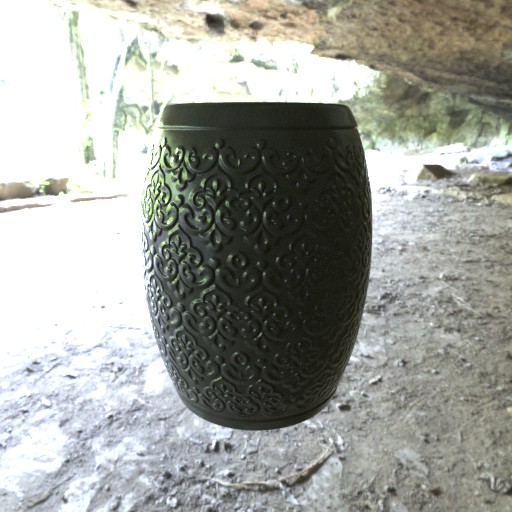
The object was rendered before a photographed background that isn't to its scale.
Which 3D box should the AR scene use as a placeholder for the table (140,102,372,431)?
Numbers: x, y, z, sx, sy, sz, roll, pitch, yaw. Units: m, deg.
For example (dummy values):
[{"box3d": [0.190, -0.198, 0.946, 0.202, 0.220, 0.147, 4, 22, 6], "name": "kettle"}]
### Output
[{"box3d": [0.000, 0.000, 0.614, 0.309, 0.397, 0.309, 0, 17, 0], "name": "table"}]
